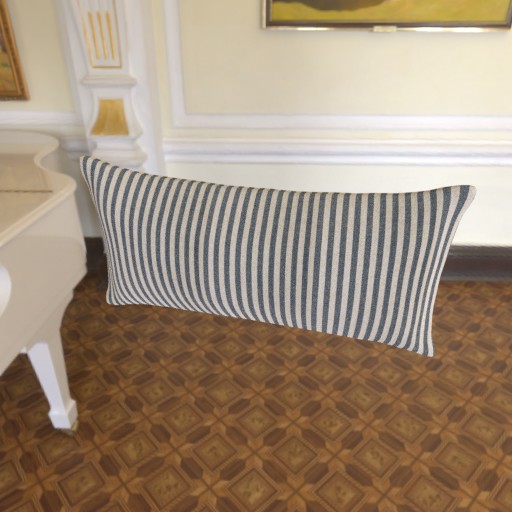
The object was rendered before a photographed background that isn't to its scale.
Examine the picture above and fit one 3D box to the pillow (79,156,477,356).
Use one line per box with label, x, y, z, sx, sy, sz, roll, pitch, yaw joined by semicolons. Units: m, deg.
pillow;0.000;0.000;0.736;0.617;0.295;0.151;7;28;14
